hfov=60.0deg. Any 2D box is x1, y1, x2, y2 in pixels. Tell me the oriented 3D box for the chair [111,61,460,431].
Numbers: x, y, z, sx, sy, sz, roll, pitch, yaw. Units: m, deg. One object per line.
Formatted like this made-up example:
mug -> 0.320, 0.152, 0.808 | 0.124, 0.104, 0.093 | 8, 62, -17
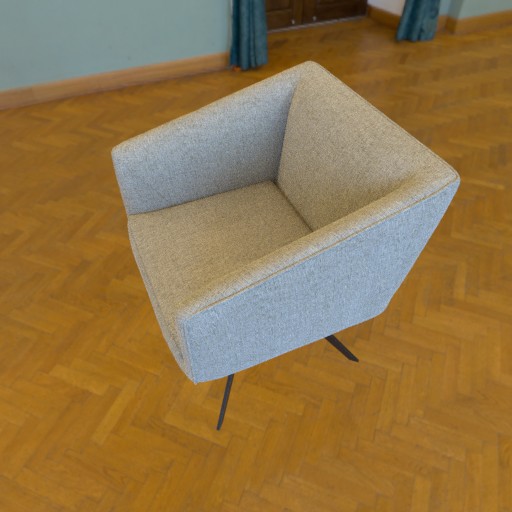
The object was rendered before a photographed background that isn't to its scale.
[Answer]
chair -> 0.000, 0.000, 1.240 | 0.623, 0.760, 0.628 | -18, 49, -17
